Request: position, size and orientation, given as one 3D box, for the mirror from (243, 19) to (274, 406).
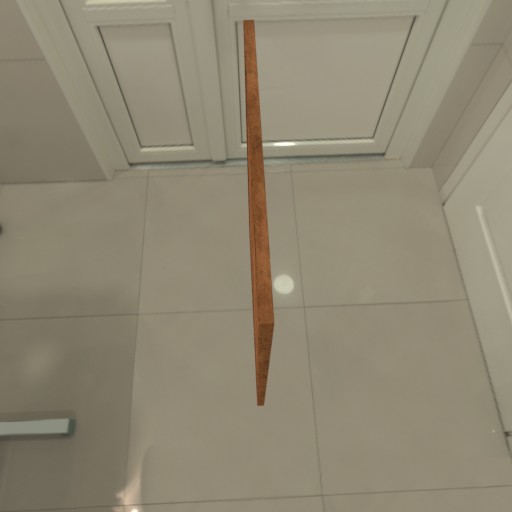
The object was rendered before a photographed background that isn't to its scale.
[{"bbox_3d":[0.000,0.000,1.439,0.028,1.099,0.796,-2,64,-1],"label":"mirror"}]
